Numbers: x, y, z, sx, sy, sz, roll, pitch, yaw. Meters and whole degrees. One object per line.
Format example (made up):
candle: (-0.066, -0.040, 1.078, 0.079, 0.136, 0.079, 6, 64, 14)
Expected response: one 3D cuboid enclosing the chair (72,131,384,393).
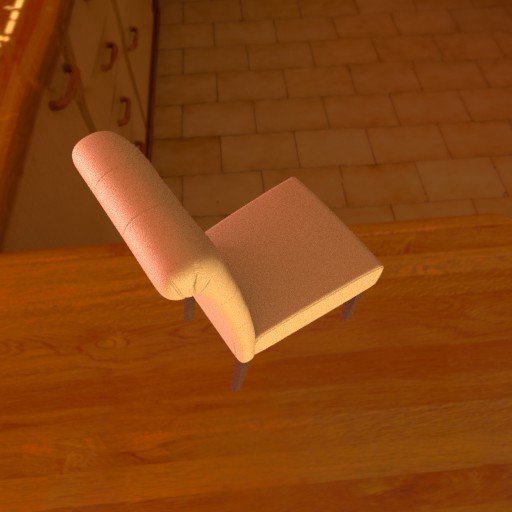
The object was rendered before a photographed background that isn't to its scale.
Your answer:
chair: (0.000, 0.000, 1.322, 0.671, 1.006, 0.456, -31, 64, -17)
